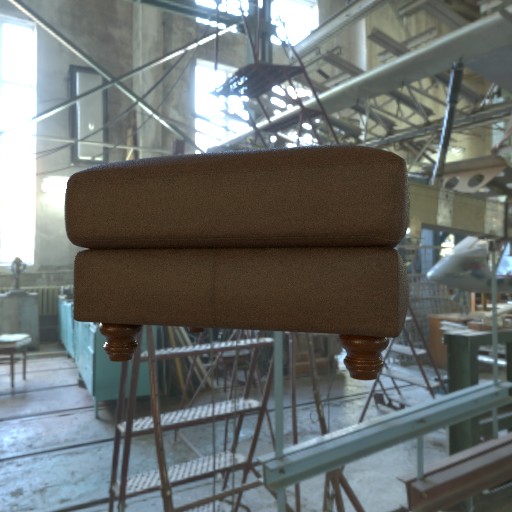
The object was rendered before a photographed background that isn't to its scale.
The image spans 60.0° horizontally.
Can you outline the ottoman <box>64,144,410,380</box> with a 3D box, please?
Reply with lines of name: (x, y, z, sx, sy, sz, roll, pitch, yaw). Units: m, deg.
ottoman: (0.000, 0.000, 1.207, 0.787, 0.508, 0.635, 0, -1, 17)
